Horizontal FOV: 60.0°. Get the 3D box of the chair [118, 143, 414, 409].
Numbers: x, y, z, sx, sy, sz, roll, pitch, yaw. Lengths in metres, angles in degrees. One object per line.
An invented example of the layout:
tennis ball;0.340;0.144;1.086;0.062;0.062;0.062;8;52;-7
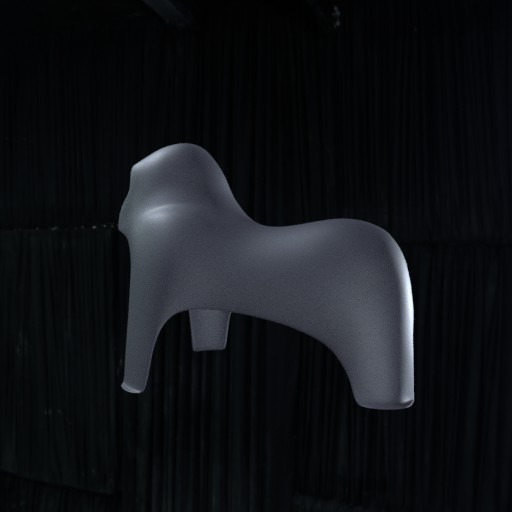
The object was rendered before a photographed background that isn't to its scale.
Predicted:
chair;0.000;0.000;1.137;0.758;0.600;0.490;0;0;17
